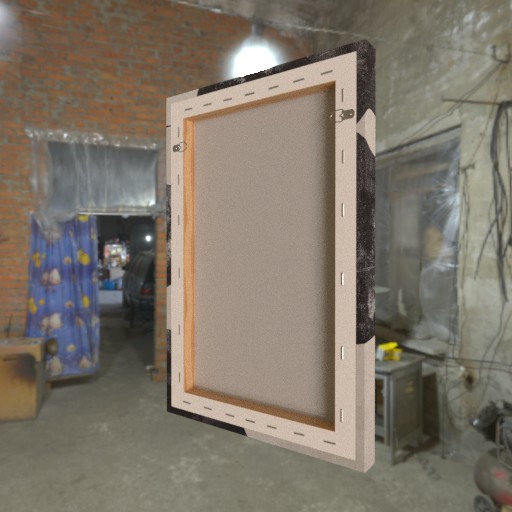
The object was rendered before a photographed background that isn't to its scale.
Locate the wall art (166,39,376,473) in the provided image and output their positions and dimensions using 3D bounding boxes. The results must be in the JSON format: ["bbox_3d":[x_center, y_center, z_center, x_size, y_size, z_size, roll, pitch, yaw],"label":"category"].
[{"bbox_3d":[0.000,0.000,0.756,0.407,0.610,0.039,0,1,36],"label":"wall art"}]
